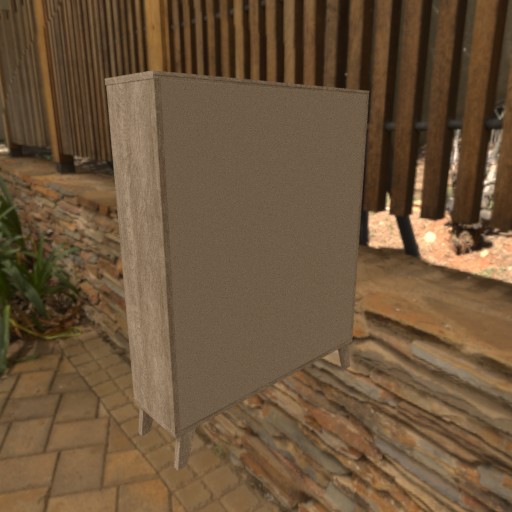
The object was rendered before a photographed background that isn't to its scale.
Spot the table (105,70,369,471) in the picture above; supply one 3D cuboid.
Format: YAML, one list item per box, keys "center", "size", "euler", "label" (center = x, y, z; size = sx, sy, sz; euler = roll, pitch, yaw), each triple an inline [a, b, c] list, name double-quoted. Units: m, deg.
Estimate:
- center: [0.000, 0.000, 1.578]
  size: [0.902, 1.135, 0.256]
  euler: [-15, 22, -41]
  label: "table"
